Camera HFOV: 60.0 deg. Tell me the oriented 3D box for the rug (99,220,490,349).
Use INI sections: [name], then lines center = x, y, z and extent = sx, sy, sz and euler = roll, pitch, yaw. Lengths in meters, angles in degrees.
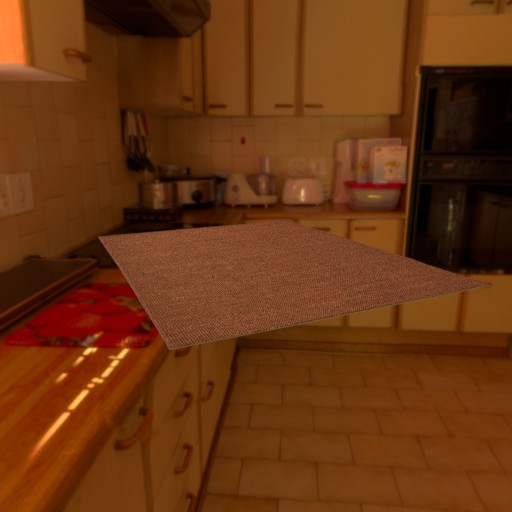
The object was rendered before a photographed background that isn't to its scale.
[rug]
center = 0.000, 0.000, 4.142
extent = 2.456, 0.021, 3.068
euler = -7, 16, -25
